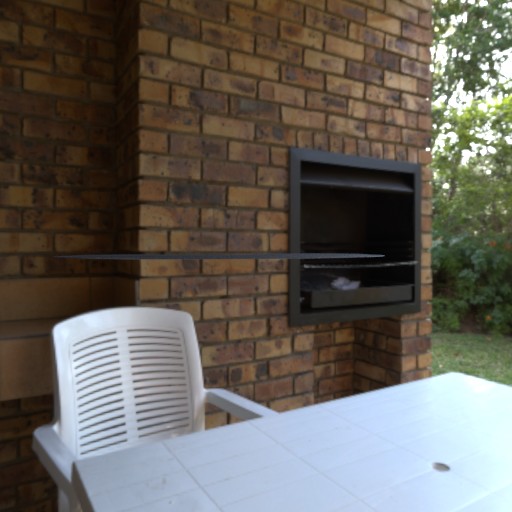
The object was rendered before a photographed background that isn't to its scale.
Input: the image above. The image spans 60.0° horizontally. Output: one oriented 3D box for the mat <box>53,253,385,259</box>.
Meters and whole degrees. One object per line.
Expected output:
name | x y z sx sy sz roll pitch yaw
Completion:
mat | 0.000 0.000 1.903 1.524 0.013 0.913 -1 1 -36
